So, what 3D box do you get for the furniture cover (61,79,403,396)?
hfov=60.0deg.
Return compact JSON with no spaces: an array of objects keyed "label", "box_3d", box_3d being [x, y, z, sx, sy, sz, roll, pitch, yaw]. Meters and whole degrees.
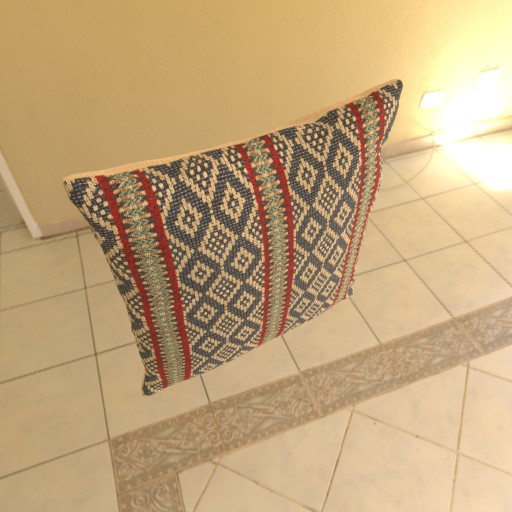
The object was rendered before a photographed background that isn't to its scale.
[{"label":"furniture cover","box_3d":[0.000,0.000,0.645,0.431,0.431,0.139,-23,51,-21]}]
